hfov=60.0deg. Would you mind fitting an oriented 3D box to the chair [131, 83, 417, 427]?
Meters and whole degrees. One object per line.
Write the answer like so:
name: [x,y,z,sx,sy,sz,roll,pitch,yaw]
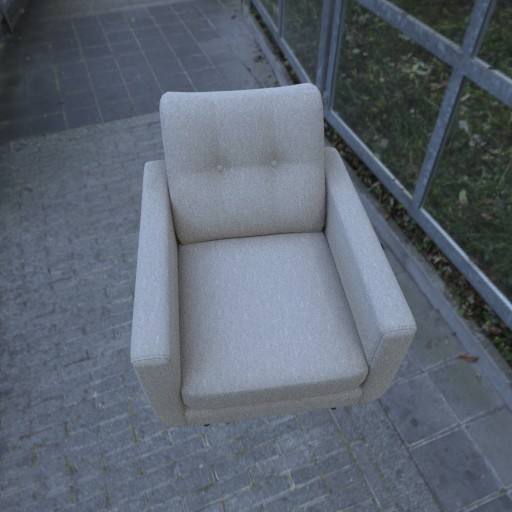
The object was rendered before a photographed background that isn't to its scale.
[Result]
chair: [0.000,0.000,1.818,0.897,0.965,1.128,-6,48,-5]
